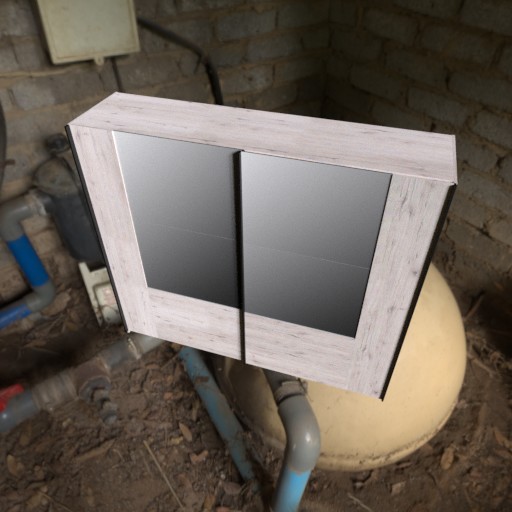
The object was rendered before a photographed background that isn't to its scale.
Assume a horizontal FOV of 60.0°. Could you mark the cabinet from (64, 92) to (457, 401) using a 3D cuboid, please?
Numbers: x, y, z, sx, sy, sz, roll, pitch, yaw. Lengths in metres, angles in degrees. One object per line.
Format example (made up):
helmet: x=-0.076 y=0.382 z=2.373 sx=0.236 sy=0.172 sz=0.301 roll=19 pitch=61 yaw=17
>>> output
cabinet: x=0.000 y=0.000 z=3.636 sx=2.500 sy=2.180 sz=0.660 roll=12 pitch=42 yaw=13
